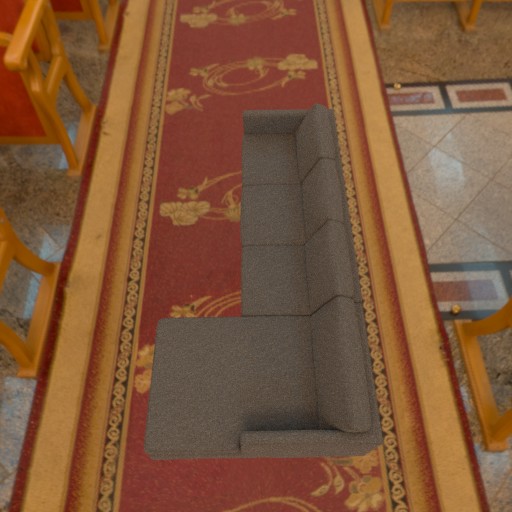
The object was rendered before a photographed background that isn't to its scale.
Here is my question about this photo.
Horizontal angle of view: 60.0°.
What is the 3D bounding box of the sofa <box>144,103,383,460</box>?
[{"bbox_3d":[0.000,0.000,3.886,1.625,0.846,3.186,-1,59,0],"label":"sofa"}]
